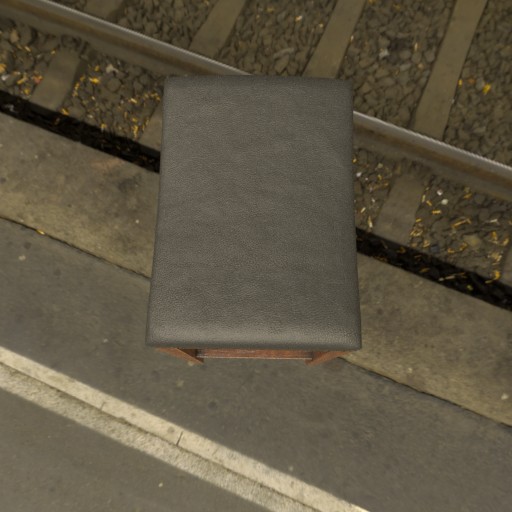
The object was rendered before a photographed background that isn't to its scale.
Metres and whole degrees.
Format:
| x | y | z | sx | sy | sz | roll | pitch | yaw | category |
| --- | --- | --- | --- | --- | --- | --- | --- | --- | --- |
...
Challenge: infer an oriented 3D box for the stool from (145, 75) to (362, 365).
| x | y | z | sx | sy | sz | roll | pitch | yaw | category |
| --- | --- | --- | --- | --- | --- | --- | --- | --- | --- |
| 0.000 | 0.000 | 1.042 | 0.361 | 0.765 | 0.500 | 1 | 77 | 0 | stool |
